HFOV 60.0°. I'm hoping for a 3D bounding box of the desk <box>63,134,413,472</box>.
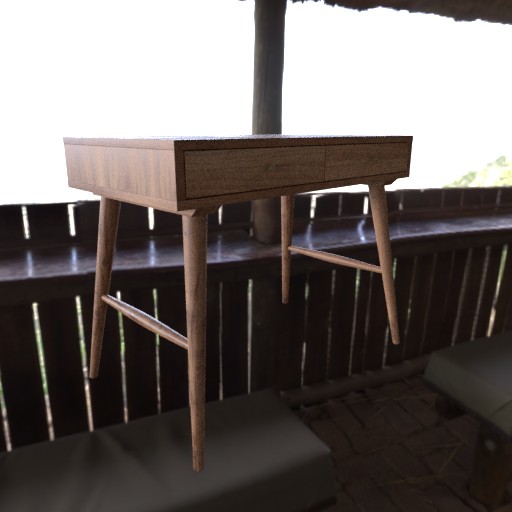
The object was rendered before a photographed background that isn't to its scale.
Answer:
[{"bbox_3d":[0.000,0.000,1.450,0.949,0.758,0.588,-15,22,-42],"label":"desk"}]
